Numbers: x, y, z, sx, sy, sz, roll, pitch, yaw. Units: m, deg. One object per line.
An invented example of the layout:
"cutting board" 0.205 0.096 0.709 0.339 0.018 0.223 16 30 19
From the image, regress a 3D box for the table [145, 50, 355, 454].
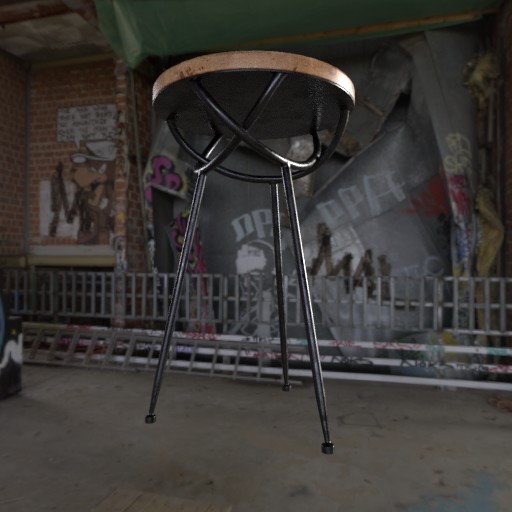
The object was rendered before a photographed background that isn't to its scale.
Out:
"table" 0.000 0.000 0.920 0.414 0.664 0.418 -1 -1 36
